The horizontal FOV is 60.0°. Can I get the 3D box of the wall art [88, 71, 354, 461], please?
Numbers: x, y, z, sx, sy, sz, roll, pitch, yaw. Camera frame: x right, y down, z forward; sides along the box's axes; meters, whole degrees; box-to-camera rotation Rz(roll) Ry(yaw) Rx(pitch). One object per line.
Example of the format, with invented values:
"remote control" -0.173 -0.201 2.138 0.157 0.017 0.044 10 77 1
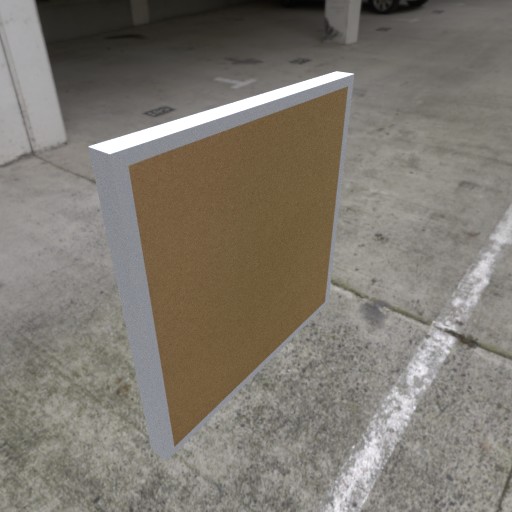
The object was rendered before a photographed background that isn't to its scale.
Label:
"wall art" 0.000 0.000 0.746 0.035 0.507 0.508 23 39 31
